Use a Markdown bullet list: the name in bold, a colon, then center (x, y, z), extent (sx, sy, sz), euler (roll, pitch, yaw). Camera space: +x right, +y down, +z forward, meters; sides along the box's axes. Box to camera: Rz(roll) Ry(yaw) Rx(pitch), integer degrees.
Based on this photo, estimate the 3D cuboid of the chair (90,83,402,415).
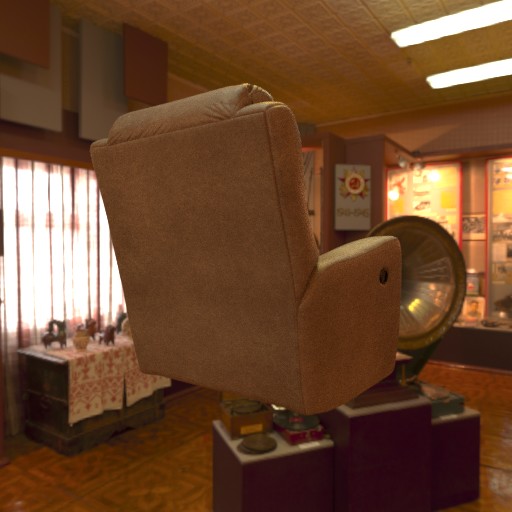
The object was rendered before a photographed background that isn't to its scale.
- **chair**: center (0.000, 0.000, 1.916), extent (0.965, 1.116, 1.068), euler (1, 2, 36)
